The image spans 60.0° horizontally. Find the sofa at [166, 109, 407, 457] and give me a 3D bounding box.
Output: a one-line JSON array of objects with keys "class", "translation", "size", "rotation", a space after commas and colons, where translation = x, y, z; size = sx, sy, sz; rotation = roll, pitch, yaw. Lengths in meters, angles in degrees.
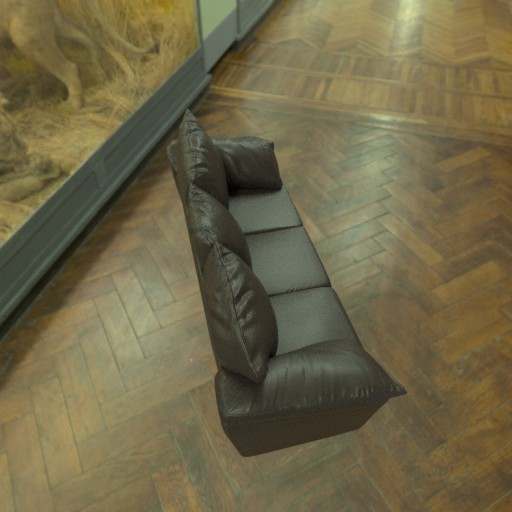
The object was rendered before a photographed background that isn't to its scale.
[{"class": "sofa", "translation": [0.000, 0.000, 2.920], "size": [0.907, 1.091, 2.390], "rotation": [-10, 47, -10]}]
